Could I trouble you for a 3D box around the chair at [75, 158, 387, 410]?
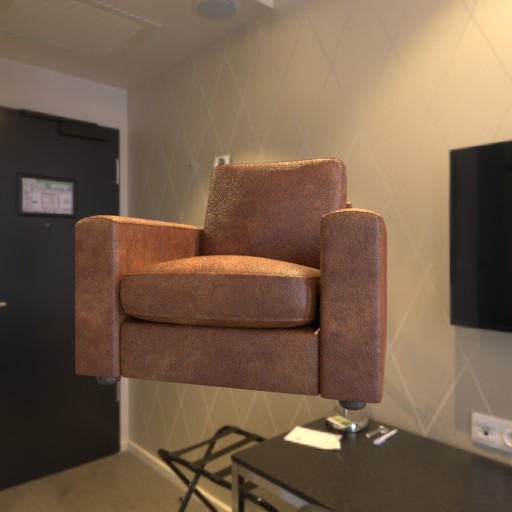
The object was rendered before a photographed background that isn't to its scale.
[{"bbox_3d":[0.000,0.000,1.788,1.005,0.873,1.016,0,1,17],"label":"chair"}]
